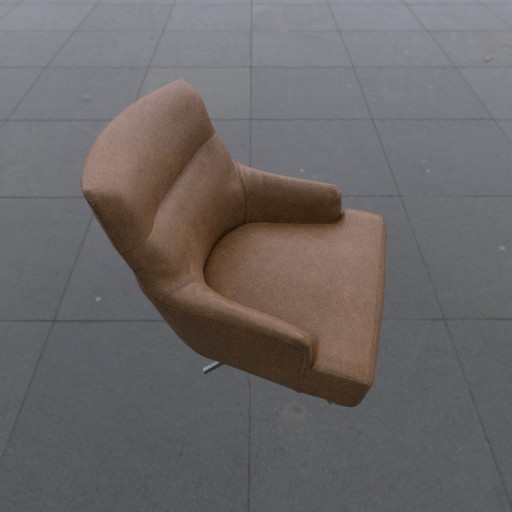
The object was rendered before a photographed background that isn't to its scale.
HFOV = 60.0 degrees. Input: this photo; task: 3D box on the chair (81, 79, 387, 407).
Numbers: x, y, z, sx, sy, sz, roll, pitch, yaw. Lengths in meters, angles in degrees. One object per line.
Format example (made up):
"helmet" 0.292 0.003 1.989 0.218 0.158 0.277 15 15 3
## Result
"chair" 0.000 0.000 1.481 0.874 0.869 0.729 11 47 10
